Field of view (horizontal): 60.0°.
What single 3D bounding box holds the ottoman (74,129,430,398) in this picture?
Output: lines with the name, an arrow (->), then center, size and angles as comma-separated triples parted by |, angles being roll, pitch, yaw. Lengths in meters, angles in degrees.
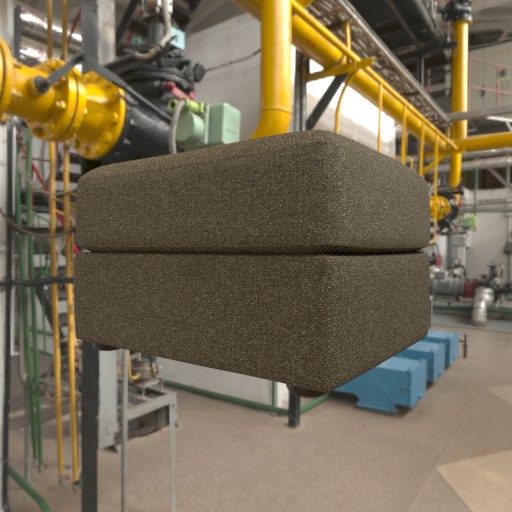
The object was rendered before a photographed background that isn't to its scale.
ottoman -> 0.000, 0.000, 1.128 | 0.742, 0.476, 0.598 | 1, 1, 36
